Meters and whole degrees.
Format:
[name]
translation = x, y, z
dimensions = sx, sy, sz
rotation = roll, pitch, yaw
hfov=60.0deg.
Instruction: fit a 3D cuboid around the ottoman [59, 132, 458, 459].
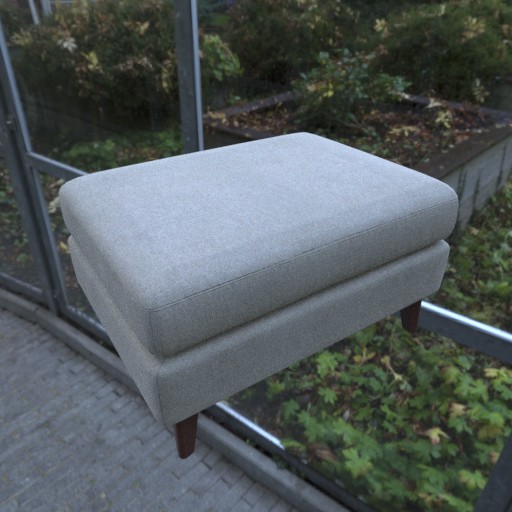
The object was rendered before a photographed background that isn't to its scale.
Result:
[ottoman]
translation = 0.000, 0.000, 1.183
dimensions = 0.823, 0.478, 0.610
rotation = -19, 36, -28
